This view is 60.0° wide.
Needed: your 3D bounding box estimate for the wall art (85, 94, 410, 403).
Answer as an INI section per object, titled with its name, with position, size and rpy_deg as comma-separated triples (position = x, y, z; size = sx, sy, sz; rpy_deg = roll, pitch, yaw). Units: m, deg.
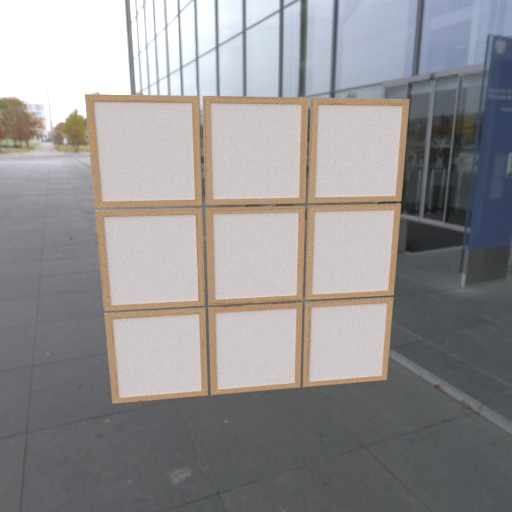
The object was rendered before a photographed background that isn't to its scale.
[wall art]
position = 0.000, 0.000, 2.243
size = 1.517, 1.523, 0.013
rpy_deg = -2, 14, -9
